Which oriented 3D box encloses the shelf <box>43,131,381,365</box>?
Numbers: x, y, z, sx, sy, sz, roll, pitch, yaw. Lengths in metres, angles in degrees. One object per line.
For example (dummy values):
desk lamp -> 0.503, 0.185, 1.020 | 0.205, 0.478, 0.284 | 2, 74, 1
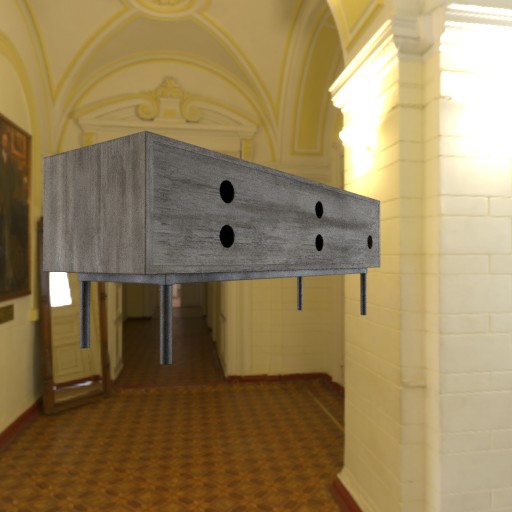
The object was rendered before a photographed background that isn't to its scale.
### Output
shelf -> 0.000, 0.000, 1.535 | 0.400, 0.495, 1.300 | 0, -1, 36
